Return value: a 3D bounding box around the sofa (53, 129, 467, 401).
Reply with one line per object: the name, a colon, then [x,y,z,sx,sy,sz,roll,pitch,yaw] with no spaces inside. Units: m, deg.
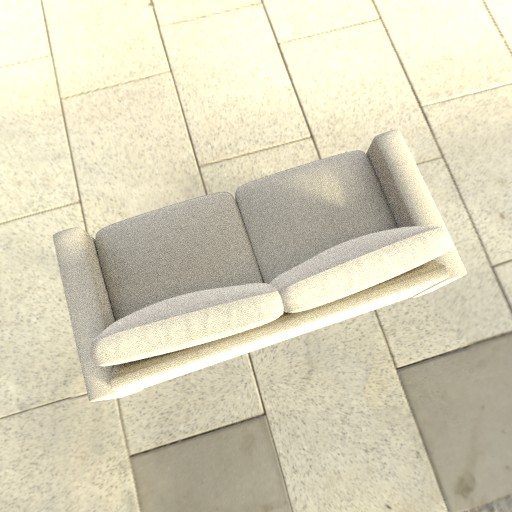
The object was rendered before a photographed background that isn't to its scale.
sofa: [0.000,0.000,2.641,2.179,0.873,1.016,-18,75,-5]
